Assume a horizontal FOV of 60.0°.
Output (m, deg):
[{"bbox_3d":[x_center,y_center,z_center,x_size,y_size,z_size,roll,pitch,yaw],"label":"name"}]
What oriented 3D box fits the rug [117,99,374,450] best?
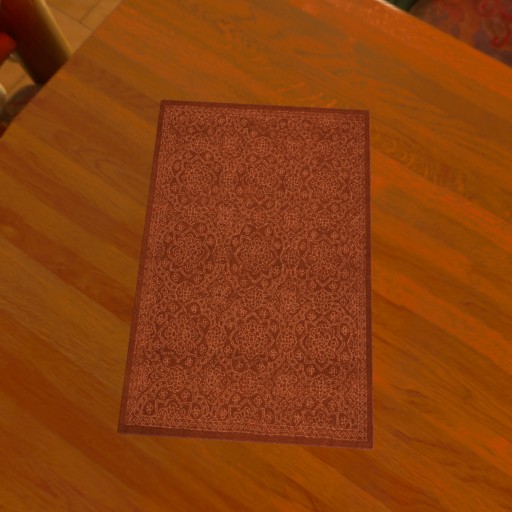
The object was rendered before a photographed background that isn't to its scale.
[{"bbox_3d":[0.000,0.000,2.340,1.219,0.010,1.829,3,75,1],"label":"rug"}]
